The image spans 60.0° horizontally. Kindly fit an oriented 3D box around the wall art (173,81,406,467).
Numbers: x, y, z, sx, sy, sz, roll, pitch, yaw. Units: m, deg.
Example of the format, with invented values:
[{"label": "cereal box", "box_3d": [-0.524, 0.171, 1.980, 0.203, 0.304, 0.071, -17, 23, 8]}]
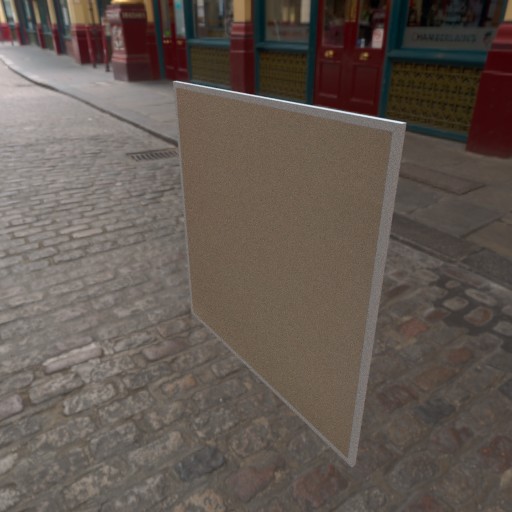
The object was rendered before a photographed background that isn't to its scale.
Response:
[{"label": "wall art", "box_3d": [0.000, 0.000, 0.667, 0.007, 0.456, 0.456, -18, 32, -31]}]
